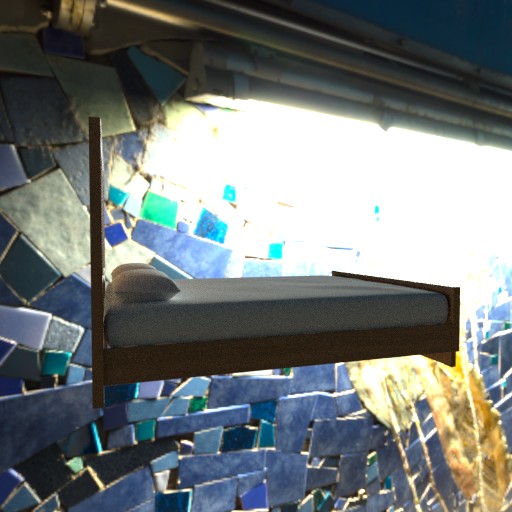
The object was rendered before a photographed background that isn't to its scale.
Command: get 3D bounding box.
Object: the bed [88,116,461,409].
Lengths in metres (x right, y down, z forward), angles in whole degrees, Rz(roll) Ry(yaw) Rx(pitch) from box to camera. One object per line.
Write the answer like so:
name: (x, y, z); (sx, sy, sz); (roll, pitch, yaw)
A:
bed: (0.000, 0.000, 3.204); (2.184, 1.387, 1.606); (-1, 2, -18)
